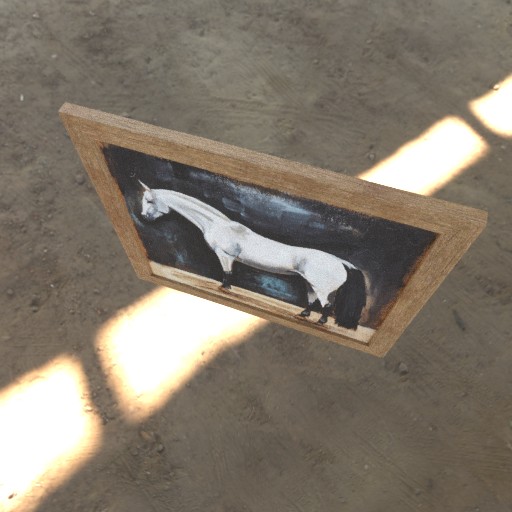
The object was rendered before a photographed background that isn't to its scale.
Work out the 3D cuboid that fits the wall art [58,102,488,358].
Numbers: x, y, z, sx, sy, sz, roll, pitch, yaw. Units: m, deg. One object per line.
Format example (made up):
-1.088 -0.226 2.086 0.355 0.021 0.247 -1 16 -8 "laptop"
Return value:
0.000 0.000 0.934 0.690 0.588 0.026 17 61 10 "wall art"
